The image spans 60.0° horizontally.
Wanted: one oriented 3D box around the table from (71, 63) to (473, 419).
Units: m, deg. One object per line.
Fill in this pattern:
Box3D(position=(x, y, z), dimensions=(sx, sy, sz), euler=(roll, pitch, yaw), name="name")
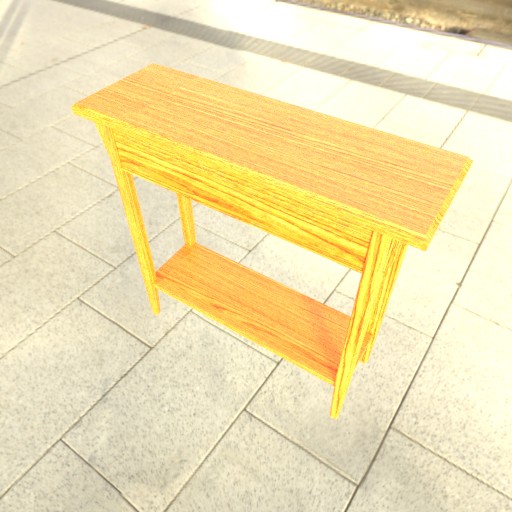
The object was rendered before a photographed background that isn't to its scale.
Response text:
Box3D(position=(0.000, 0.000, 1.112), dimensions=(0.762, 0.711, 0.254), euler=(25, 51, 22), name="table")
